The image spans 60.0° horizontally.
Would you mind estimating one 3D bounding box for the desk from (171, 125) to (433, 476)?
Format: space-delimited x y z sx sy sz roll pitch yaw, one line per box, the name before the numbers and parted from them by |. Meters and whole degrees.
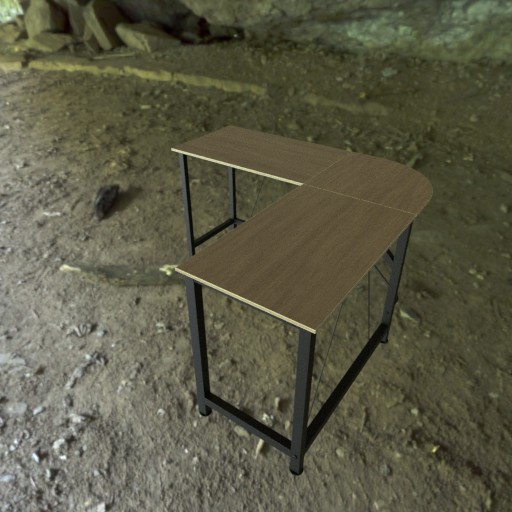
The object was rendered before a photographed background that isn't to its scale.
desk | 0.000 0.000 2.268 1.400 0.762 1.400 21 38 29
